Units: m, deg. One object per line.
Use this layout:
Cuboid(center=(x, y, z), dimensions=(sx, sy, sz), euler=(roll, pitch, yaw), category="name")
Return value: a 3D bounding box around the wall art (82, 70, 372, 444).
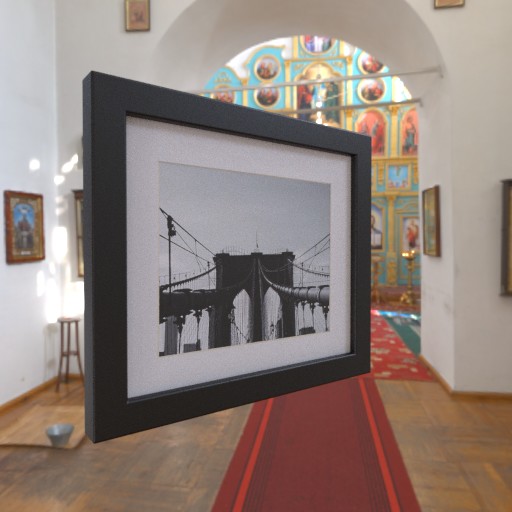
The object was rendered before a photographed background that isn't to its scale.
Cuboid(center=(0.000, 0.000, 0.516), dimensions=(0.380, 0.330, 0.028), euler=(-1, 1, -37), category="wall art")
